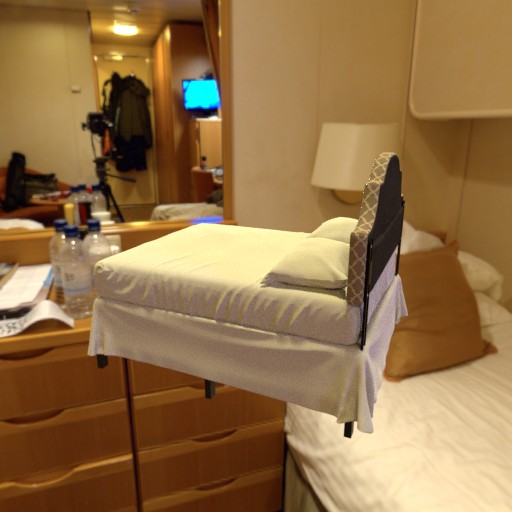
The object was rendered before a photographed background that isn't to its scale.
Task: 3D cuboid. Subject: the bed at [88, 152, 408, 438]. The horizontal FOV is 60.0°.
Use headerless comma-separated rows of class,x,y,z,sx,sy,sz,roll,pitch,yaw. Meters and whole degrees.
bed,0.000,0.000,3.488,2.222,1.633,1.780,7,18,23
